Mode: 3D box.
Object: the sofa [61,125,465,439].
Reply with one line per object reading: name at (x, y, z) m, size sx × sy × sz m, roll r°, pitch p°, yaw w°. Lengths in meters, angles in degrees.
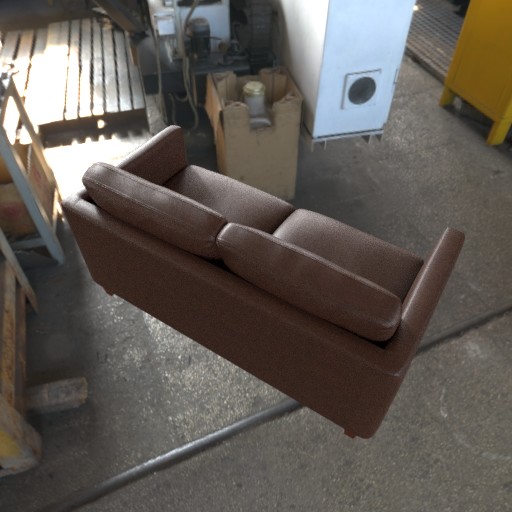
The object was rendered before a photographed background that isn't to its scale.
sofa at (0.000, 0.000, 2.450) m, size 1.883 × 0.933 × 0.951 m, roll 25°, pitch 52°, yaw 21°
